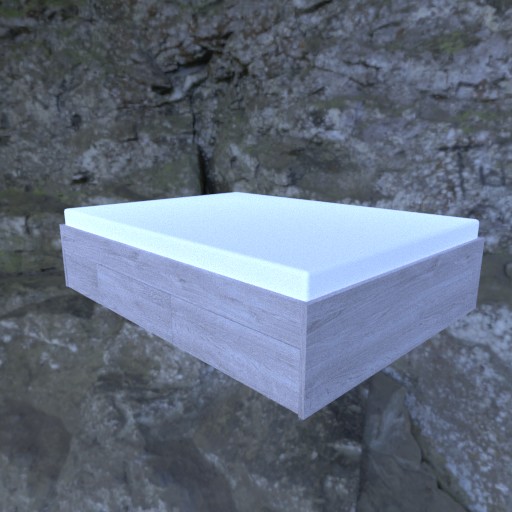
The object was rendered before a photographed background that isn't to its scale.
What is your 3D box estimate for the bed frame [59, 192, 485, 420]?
[{"bbox_3d":[0.000,0.000,2.544,1.448,0.490,1.944,-13,19,-42],"label":"bed frame"}]
